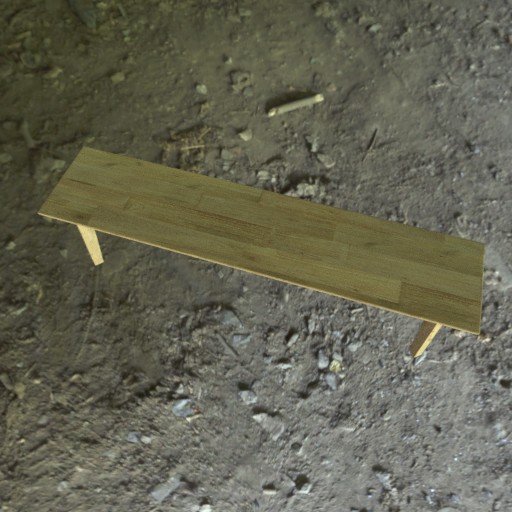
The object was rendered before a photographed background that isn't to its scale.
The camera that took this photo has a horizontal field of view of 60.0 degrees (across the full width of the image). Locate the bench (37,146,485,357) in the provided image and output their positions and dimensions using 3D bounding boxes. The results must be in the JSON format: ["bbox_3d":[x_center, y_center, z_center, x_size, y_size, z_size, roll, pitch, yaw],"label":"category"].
[{"bbox_3d":[0.000,0.000,1.898,1.698,0.431,0.378,15,60,9],"label":"bench"}]
